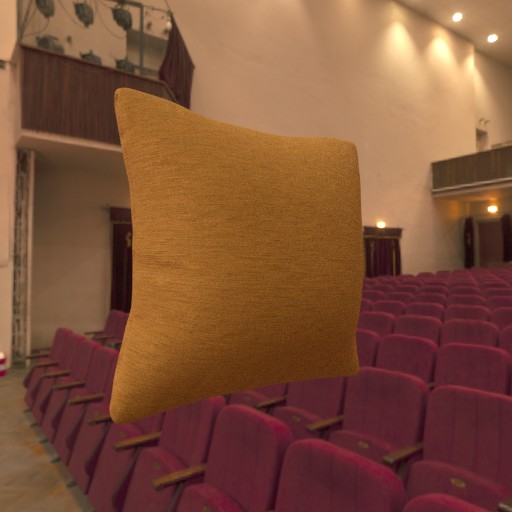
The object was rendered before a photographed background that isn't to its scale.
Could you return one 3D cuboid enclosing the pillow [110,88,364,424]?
[{"bbox_3d":[0.000,0.000,0.669,0.435,0.417,0.247,1,-2,-35],"label":"pillow"}]
